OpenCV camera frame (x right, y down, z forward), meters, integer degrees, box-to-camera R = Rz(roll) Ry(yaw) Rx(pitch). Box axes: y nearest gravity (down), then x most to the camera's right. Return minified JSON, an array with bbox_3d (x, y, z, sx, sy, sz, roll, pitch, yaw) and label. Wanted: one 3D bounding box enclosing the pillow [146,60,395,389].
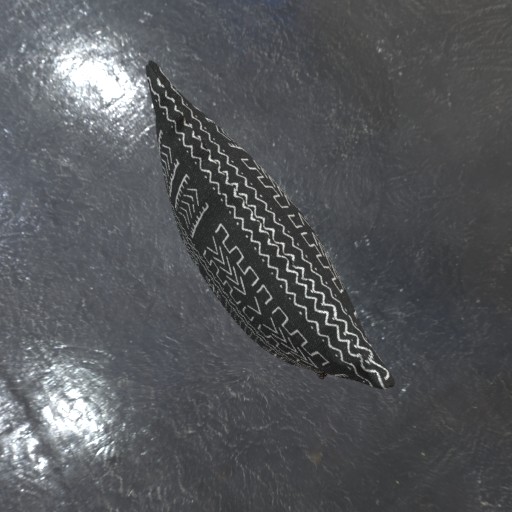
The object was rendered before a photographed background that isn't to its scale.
[{"bbox_3d":[0.000,0.000,0.656,0.164,0.430,0.438,-34,79,-8],"label":"pillow"}]
